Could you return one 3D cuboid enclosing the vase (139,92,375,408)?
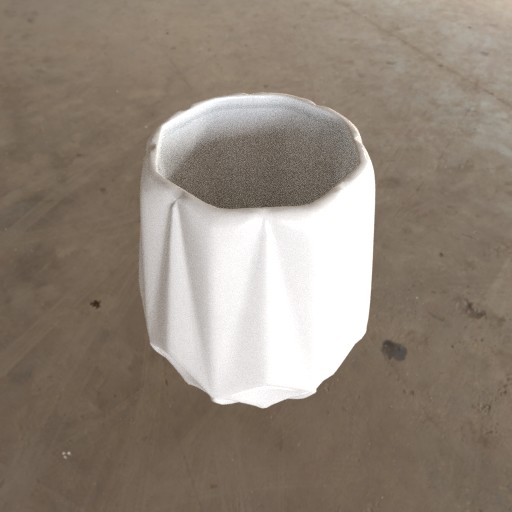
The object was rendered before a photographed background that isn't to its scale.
[{"bbox_3d":[0.000,0.000,0.257,0.141,0.152,0.141,0,47,0],"label":"vase"}]
